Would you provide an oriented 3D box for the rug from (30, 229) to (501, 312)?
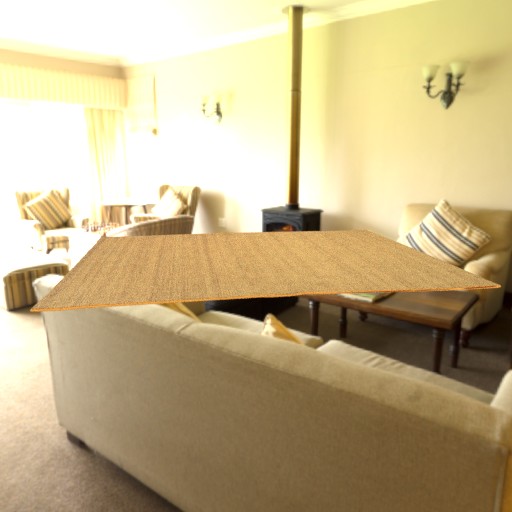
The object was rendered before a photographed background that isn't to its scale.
[{"bbox_3d":[0.000,0.000,4.105,3.202,0.045,2.434,-2,13,-8],"label":"rug"}]
